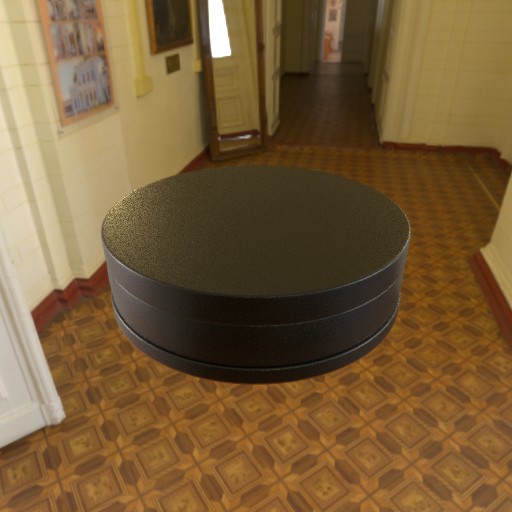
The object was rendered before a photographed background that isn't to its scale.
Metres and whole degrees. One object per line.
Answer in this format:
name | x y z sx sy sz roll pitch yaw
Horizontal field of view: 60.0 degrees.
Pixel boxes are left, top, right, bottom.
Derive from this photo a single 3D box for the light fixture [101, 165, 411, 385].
light fixture | 0.000 0.000 0.442 0.283 0.097 0.283 0 29 0
